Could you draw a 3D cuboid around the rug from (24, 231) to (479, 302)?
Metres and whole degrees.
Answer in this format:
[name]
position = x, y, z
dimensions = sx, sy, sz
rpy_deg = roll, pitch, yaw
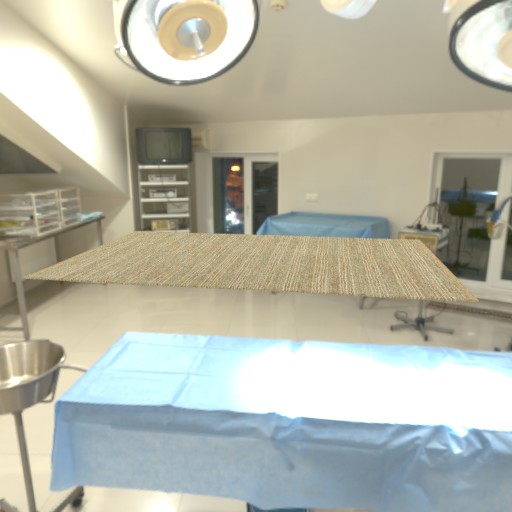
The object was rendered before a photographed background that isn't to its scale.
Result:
[rug]
position = 0.000, 0.000, 3.071
dimensions = 2.448, 0.012, 1.540
rpy_deg = 2, 13, 9
